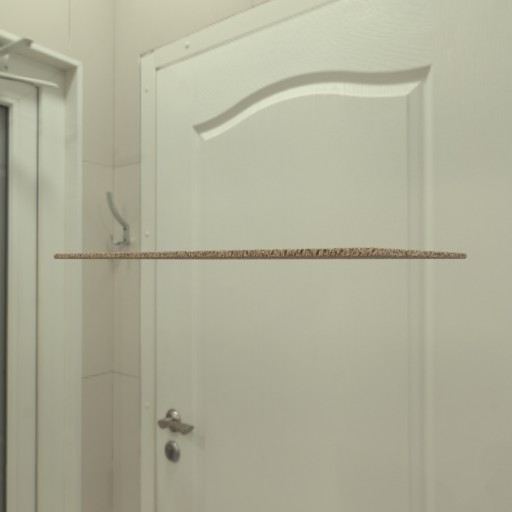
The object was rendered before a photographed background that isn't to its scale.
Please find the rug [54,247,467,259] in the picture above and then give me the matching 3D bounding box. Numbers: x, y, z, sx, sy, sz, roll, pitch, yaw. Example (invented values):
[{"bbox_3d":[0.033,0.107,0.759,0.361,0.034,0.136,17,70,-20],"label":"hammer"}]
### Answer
[{"bbox_3d":[0.000,0.000,2.300,1.778,0.030,1.219,0,-1,37],"label":"rug"}]
